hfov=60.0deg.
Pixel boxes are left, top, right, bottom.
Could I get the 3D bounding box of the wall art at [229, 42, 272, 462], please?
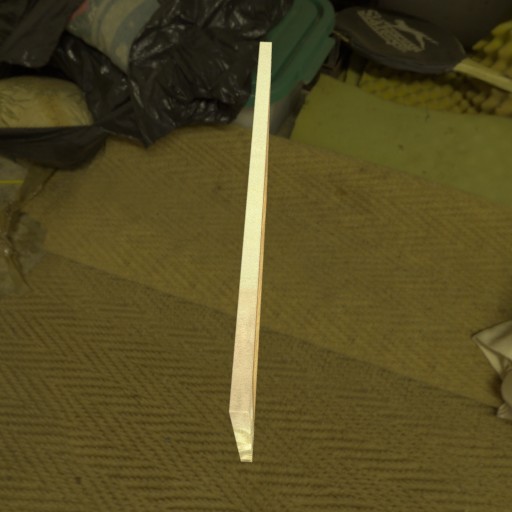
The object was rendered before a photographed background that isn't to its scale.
[{"bbox_3d":[0.000,0.000,1.445,0.041,0.758,1.142,3,59,2],"label":"wall art"}]
